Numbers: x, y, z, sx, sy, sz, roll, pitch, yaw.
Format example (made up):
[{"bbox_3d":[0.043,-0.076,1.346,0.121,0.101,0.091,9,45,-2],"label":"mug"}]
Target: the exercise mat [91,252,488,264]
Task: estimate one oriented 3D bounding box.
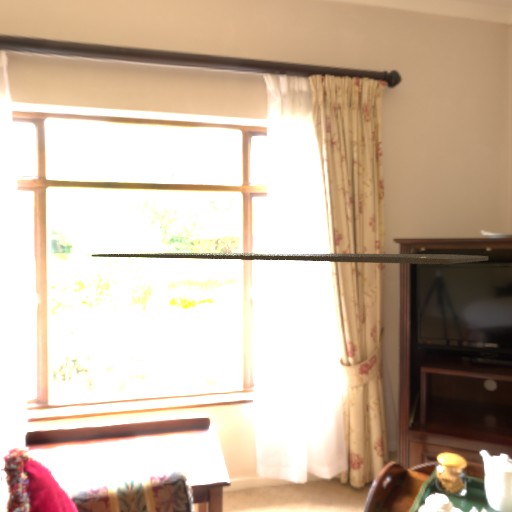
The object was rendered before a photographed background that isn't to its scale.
[{"bbox_3d":[0.000,0.000,2.077,1.869,0.021,0.616,1,1,38],"label":"exercise mat"}]
